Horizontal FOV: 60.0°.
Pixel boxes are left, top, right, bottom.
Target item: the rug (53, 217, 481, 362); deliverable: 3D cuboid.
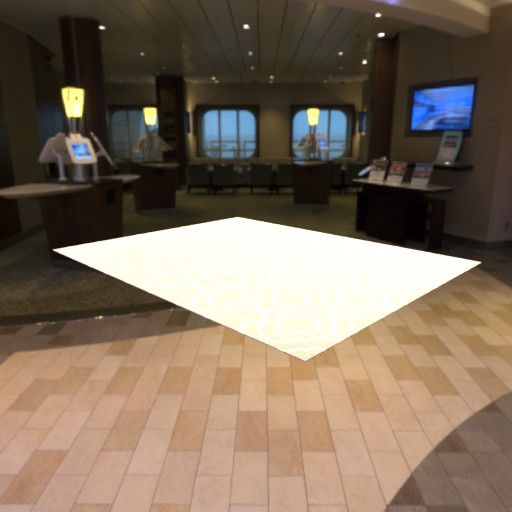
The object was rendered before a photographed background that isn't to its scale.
[{"bbox_3d":[0.000,0.000,3.798,2.892,0.006,2.283,15,21,43],"label":"rug"}]
